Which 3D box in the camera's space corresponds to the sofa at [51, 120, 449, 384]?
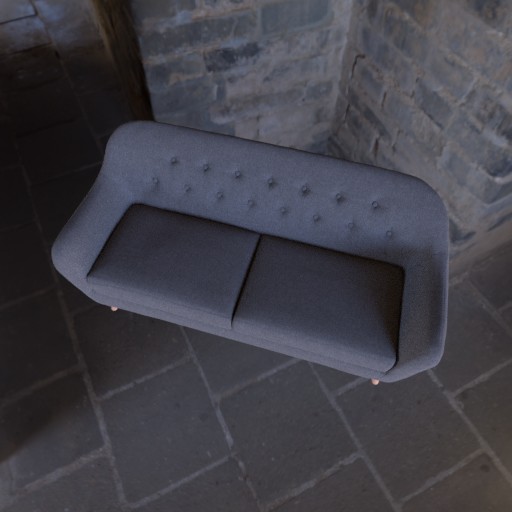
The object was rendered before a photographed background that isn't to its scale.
[{"bbox_3d":[0.000,0.000,2.281,1.840,0.820,0.820,14,58,9],"label":"sofa"}]
